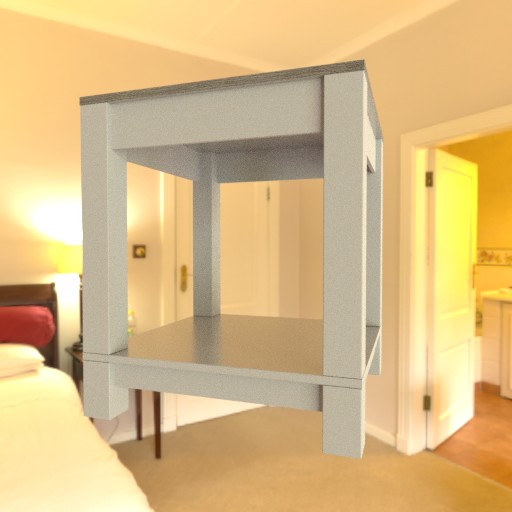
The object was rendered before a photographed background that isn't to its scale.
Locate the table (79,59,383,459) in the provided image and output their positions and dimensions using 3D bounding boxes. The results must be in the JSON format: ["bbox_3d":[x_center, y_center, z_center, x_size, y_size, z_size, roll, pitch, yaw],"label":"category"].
[{"bbox_3d":[0.000,0.000,0.971,0.506,0.587,0.504,1,2,19],"label":"table"}]
